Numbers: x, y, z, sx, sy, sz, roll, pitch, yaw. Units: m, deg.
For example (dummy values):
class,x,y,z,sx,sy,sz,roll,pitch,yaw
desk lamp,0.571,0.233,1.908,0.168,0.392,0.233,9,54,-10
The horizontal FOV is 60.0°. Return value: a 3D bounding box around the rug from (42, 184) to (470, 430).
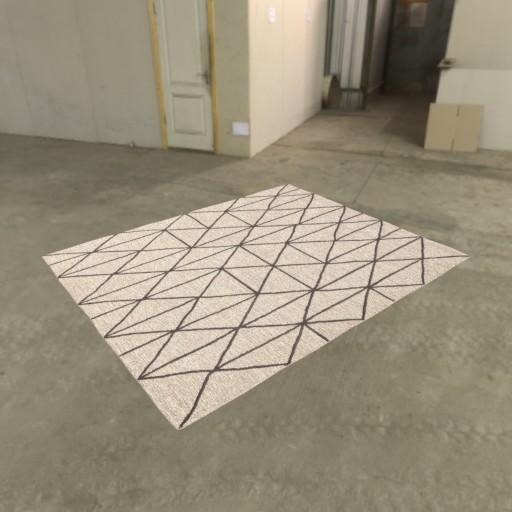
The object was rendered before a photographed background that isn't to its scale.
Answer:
class,x,y,z,sx,sy,sz,roll,pitch,yaw
rug,0.000,0.000,4.026,3.061,0.022,2.468,-21,36,-33
